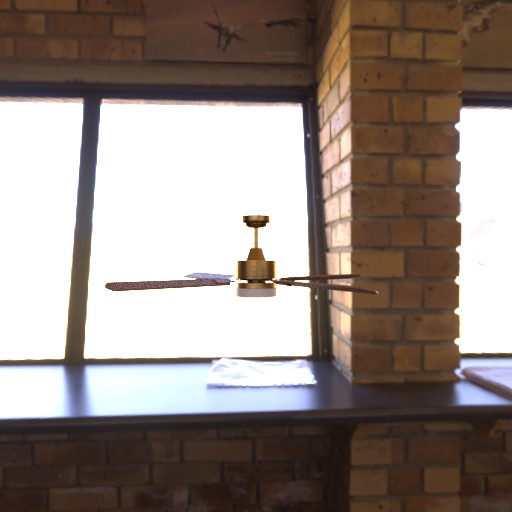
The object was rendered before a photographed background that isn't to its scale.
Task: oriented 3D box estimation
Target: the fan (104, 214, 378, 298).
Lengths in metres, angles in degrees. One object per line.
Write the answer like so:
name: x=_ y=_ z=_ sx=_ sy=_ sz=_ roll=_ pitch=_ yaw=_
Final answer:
fan: x=0.000 y=0.000 z=1.962 sx=1.320 sy=0.355 sz=1.320 roll=0 pitch=1 yaw=-35
